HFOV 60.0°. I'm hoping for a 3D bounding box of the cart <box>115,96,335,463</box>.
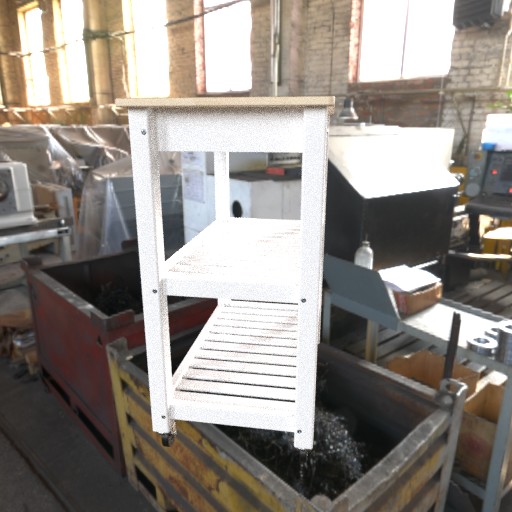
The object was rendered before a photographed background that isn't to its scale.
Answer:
[{"bbox_3d":[0.000,0.000,1.446,0.457,0.927,0.899,3,17,9],"label":"cart"}]
